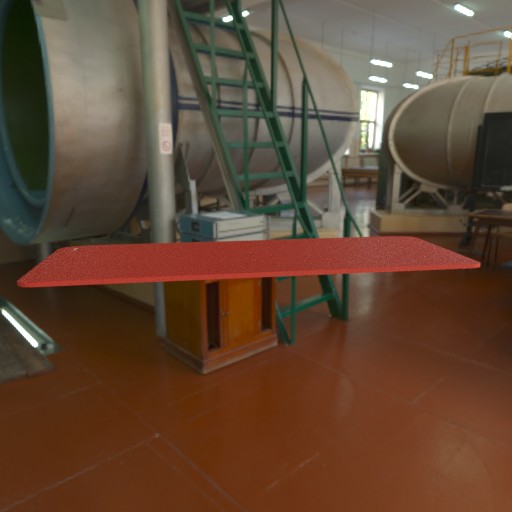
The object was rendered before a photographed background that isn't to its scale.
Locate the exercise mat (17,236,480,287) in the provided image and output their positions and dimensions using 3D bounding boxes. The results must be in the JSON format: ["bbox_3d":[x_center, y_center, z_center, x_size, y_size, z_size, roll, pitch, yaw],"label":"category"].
[{"bbox_3d":[0.000,0.000,2.026,1.869,0.021,0.616,-2,14,-8],"label":"exercise mat"}]
